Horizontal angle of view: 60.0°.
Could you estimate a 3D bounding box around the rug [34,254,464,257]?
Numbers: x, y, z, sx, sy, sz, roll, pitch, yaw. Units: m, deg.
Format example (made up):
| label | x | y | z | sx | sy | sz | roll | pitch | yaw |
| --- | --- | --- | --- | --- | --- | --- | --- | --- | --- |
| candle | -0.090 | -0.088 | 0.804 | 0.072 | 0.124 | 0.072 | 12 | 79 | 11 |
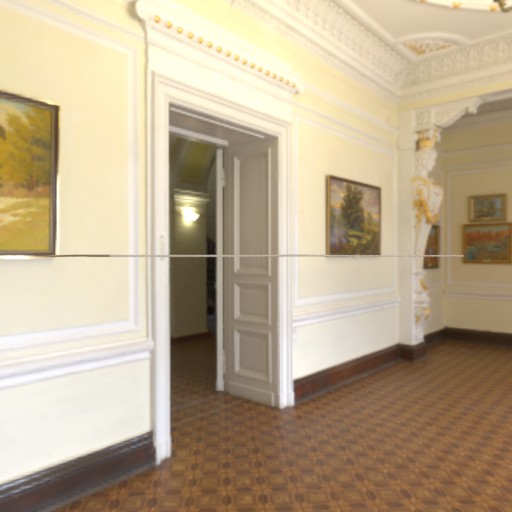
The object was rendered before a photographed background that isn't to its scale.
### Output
| label | x | y | z | sx | sy | sz | roll | pitch | yaw |
| --- | --- | --- | --- | --- | --- | --- | --- | --- | --- |
| rug | 0.000 | 0.000 | 2.963 | 2.442 | 0.016 | 1.527 | 0 | 0 | -36 |
